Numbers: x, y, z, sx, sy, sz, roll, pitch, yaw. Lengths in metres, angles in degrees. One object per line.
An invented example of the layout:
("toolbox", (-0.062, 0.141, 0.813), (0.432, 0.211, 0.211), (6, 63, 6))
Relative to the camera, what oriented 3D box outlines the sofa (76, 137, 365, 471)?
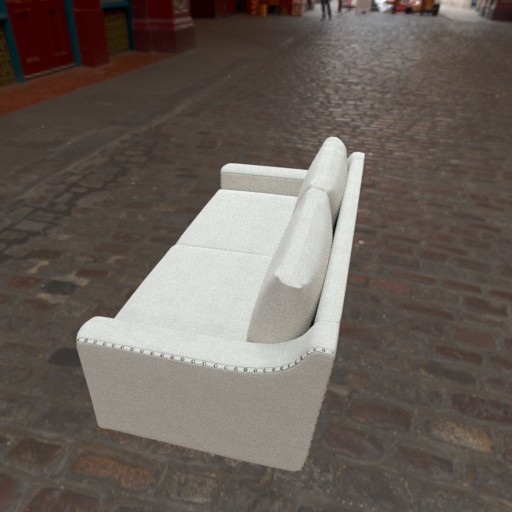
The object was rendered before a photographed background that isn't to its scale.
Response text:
("sofa", (0.000, 0.000, 2.658), (1.104, 0.983, 2.107), (8, 33, 12))
